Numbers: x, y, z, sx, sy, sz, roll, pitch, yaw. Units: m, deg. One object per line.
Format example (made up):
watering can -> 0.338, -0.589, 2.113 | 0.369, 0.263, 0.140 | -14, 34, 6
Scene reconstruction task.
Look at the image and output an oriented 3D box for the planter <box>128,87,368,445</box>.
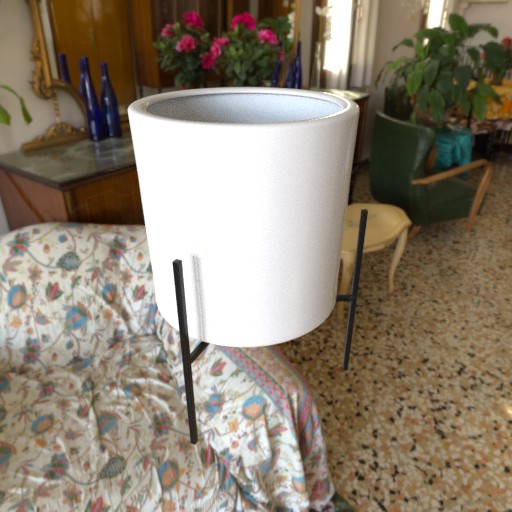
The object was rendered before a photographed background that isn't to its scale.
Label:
planter -> 0.000, 0.000, 0.647 | 0.308, 0.431, 0.307 | 0, 28, 1
